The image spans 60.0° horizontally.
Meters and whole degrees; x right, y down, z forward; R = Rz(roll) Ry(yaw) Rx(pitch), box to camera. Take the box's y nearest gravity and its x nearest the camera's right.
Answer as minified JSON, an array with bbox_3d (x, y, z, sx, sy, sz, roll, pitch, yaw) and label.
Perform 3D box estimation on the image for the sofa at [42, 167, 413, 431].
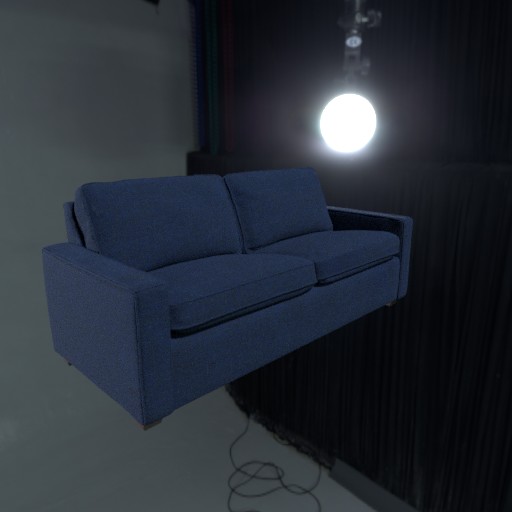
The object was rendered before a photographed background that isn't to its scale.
[{"bbox_3d":[0.000,0.000,2.558,2.080,0.919,0.940,-14,21,-43],"label":"sofa"}]
